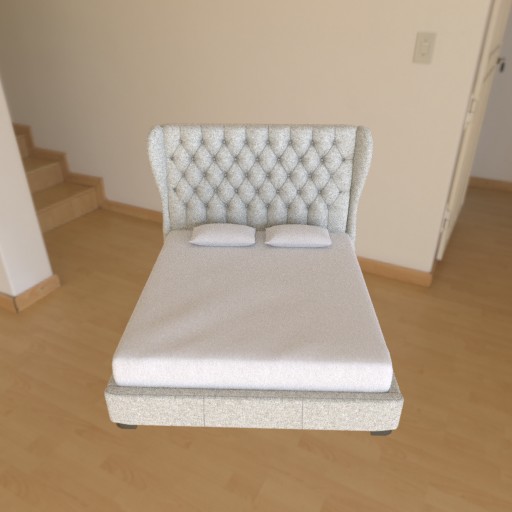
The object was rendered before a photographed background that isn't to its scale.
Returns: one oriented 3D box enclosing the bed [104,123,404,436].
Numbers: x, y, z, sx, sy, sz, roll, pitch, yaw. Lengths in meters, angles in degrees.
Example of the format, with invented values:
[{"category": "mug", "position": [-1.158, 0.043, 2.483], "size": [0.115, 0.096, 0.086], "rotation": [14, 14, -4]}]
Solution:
[{"category": "bed", "position": [0.000, 0.000, 3.888], "size": [2.219, 1.771, 2.347], "rotation": [1, 29, 2]}]
